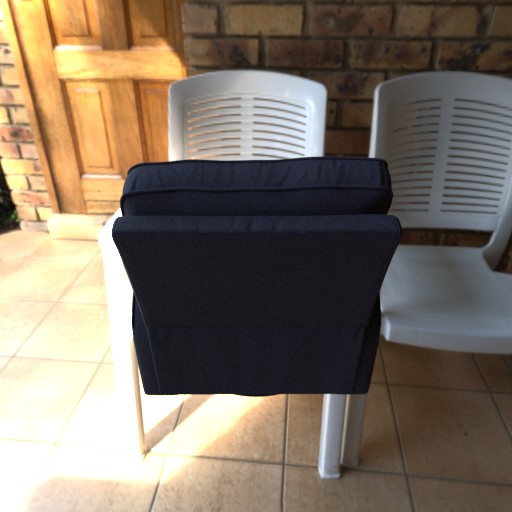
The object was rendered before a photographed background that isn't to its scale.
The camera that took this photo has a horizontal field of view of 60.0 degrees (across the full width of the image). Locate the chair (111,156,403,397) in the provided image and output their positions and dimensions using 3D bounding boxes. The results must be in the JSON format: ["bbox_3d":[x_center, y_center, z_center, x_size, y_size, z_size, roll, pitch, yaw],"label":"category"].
[{"bbox_3d":[0.000,0.000,1.705,0.861,0.962,0.964,0,31,0],"label":"chair"}]
